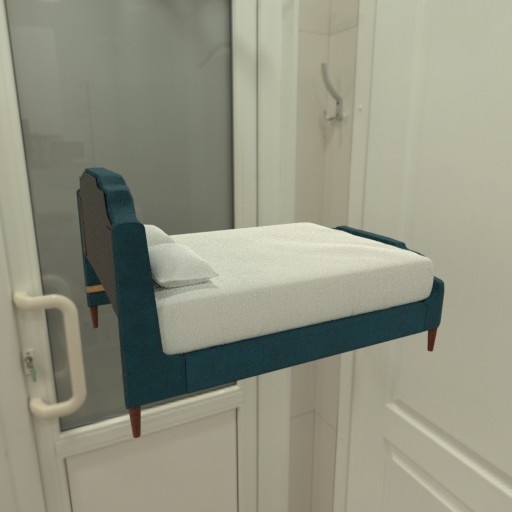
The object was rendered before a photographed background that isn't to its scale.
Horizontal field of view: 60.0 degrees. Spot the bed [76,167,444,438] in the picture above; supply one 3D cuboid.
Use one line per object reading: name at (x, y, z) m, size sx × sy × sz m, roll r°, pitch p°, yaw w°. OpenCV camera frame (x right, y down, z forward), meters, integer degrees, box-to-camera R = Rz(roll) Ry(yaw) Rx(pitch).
bed at (0.000, 0.000, 3.371) m, size 2.322 × 1.351 × 1.676 m, roll -7°, pitch 17°, yaw -26°
